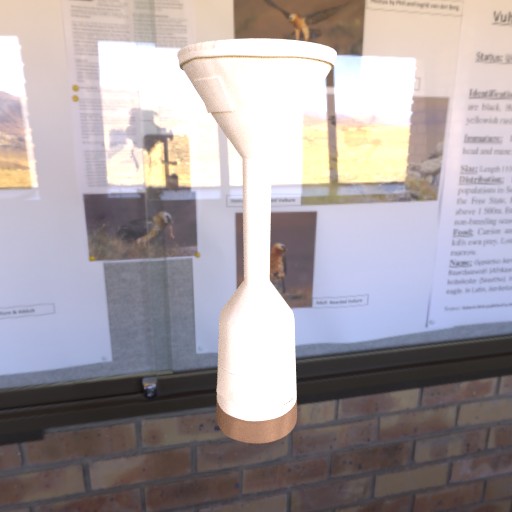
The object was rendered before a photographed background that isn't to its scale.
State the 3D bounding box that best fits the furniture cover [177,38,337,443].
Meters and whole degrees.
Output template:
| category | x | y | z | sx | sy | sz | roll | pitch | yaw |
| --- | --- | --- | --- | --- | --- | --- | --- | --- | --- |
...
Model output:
| category | x | y | z | sx | sy | sz | roll | pitch | yaw |
| --- | --- | --- | --- | --- | --- | --- | --- | --- | --- |
| furniture cover | 0.000 | 0.000 | 2.874 | 0.914 | 2.413 | 0.914 | 14 | 21 | 43 |
